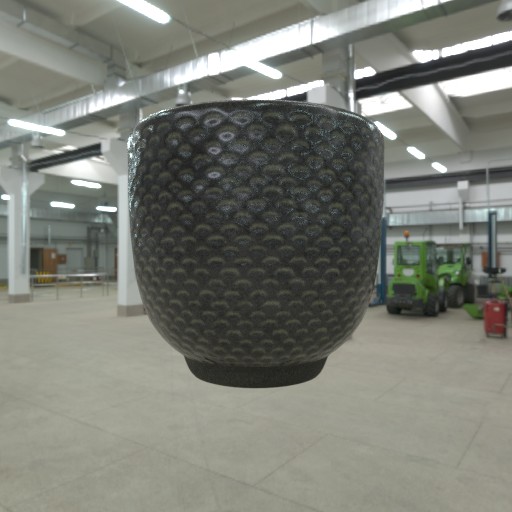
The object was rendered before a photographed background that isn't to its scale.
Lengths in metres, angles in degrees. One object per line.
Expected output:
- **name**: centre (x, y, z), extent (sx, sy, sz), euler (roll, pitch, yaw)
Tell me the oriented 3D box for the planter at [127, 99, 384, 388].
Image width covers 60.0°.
- **planter**: centre (0.000, 0.000, 0.309), extent (0.172, 0.160, 0.172), euler (0, 0, 0)
